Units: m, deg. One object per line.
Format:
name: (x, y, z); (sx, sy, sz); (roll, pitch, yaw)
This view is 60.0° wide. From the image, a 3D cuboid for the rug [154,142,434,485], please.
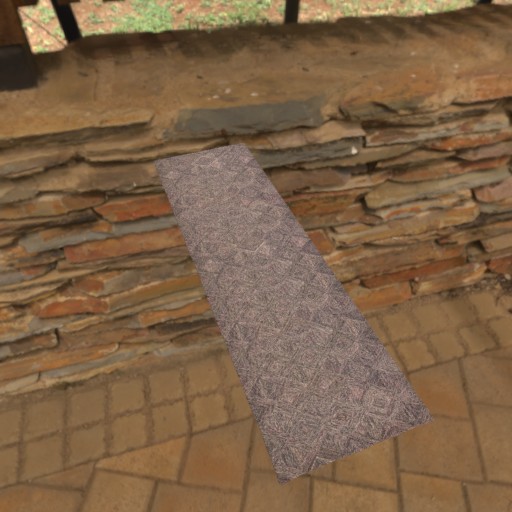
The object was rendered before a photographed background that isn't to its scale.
rug: (0.000, 0.000, 2.481); (0.691, 0.011, 2.296); (-15, 47, -15)
